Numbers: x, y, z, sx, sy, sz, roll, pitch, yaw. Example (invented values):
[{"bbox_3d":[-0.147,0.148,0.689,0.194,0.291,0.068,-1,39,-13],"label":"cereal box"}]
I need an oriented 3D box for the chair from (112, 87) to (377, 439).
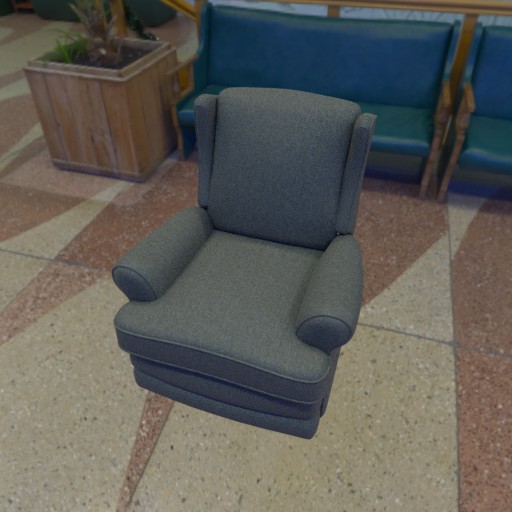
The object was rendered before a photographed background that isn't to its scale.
[{"bbox_3d":[0.000,0.000,1.711,0.847,1.011,0.969,12,42,14],"label":"chair"}]
